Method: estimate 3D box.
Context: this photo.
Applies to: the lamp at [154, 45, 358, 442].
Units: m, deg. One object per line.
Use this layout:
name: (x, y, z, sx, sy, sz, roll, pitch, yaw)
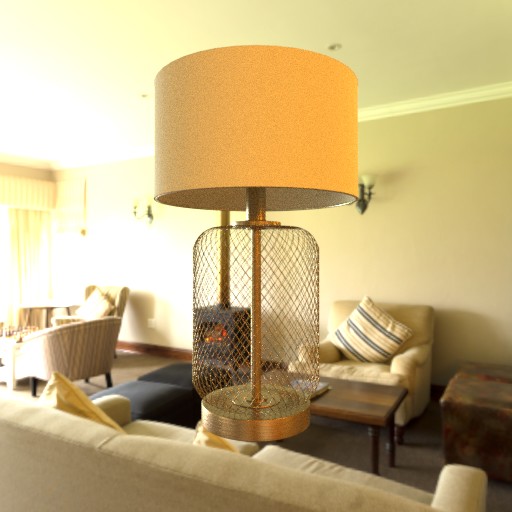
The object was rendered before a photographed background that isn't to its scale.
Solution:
lamp: (0.000, 0.000, 0.783, 0.353, 0.578, 0.353, 0, 0, 0)
